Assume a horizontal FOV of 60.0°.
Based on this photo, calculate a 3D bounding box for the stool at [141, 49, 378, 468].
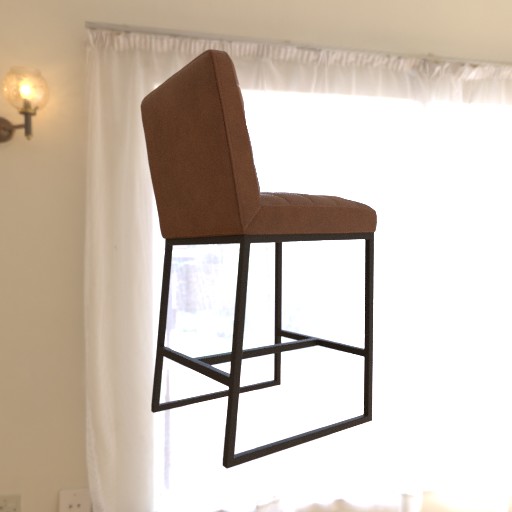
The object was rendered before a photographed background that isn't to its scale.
[{"bbox_3d":[0.000,0.000,1.293,0.556,0.940,0.458,0,1,-35],"label":"stool"}]
